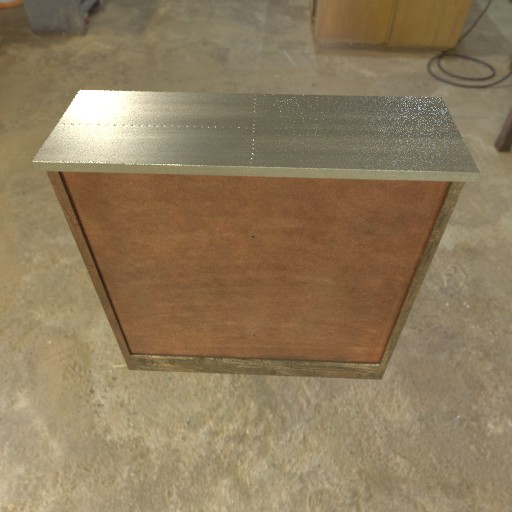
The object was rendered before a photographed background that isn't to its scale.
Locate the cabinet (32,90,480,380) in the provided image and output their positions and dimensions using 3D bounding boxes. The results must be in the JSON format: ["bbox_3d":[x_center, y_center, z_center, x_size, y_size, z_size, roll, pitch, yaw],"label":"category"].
[{"bbox_3d":[0.000,0.000,1.406,0.968,0.919,0.338,2,47,2],"label":"cabinet"}]
